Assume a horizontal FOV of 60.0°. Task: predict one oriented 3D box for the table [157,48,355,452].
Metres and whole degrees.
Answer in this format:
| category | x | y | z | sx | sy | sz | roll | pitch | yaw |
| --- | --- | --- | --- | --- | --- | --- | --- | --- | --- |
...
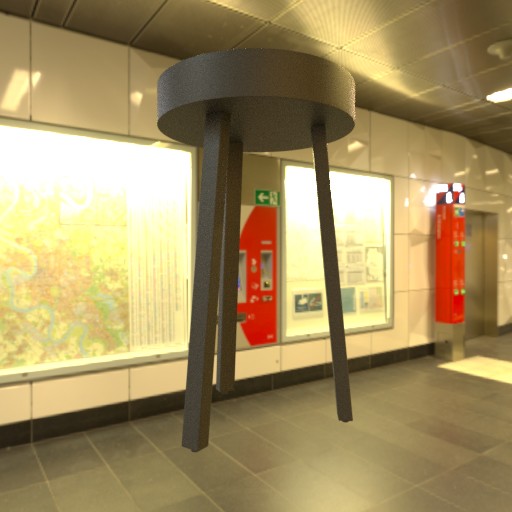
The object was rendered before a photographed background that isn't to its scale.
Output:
| category | x | y | z | sx | sy | sz | roll | pitch | yaw |
| --- | --- | --- | --- | --- | --- | --- | --- | --- | --- |
| table | 0.000 | 0.000 | 0.934 | 0.406 | 0.686 | 0.406 | 0 | 0 | 36 |
